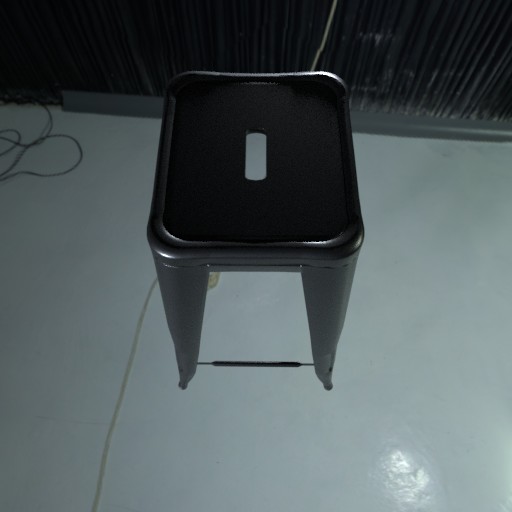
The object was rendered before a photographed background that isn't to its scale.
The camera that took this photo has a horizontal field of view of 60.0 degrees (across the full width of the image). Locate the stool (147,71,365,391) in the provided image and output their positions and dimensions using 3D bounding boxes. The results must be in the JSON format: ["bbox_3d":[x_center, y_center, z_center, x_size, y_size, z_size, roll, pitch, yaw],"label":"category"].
[{"bbox_3d":[0.000,0.000,0.833,0.359,0.609,0.399,0,65,0],"label":"stool"}]
